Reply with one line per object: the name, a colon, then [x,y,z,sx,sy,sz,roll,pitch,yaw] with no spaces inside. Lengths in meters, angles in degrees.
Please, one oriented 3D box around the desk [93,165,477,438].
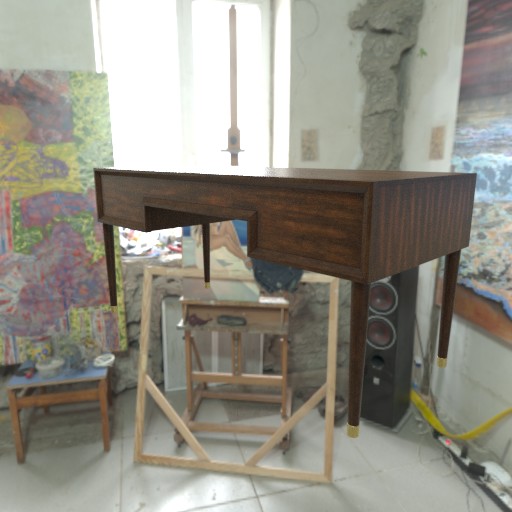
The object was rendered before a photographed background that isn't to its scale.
desk: [0.000,0.000,1.999,0.724,0.762,1.575,-13,18,-43]
